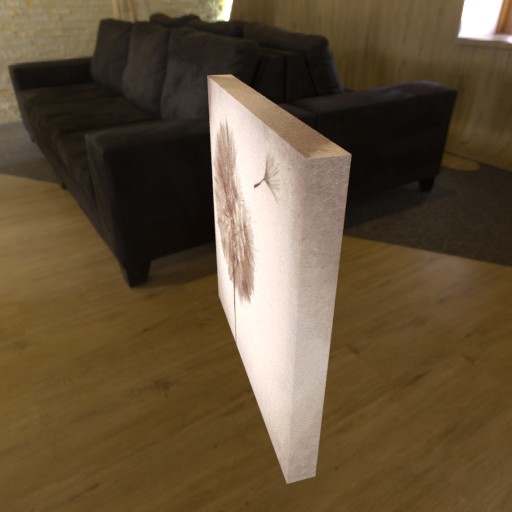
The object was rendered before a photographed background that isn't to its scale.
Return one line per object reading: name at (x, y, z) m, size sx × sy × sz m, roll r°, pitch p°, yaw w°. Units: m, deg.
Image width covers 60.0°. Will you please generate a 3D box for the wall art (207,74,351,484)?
wall art at (0.000, 0.000, 0.453) m, size 0.028 × 0.303 × 0.303 m, roll -8°, pitch 32°, yaw -14°
